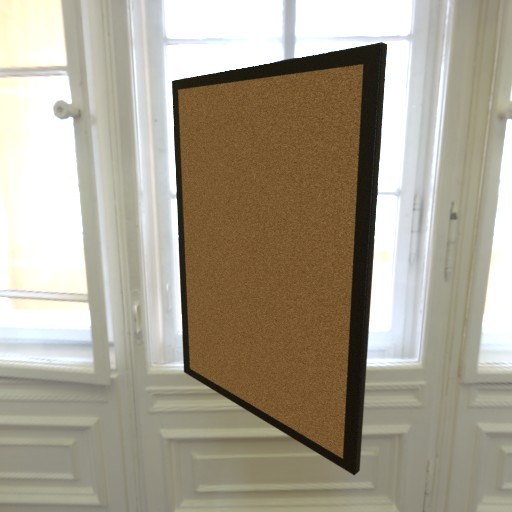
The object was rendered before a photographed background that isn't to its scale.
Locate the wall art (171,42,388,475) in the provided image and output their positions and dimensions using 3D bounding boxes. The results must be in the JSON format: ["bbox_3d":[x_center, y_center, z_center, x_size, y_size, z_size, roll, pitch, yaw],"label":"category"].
[{"bbox_3d":[0.000,0.000,0.823,0.016,0.657,0.480,-13,19,-43],"label":"wall art"}]
